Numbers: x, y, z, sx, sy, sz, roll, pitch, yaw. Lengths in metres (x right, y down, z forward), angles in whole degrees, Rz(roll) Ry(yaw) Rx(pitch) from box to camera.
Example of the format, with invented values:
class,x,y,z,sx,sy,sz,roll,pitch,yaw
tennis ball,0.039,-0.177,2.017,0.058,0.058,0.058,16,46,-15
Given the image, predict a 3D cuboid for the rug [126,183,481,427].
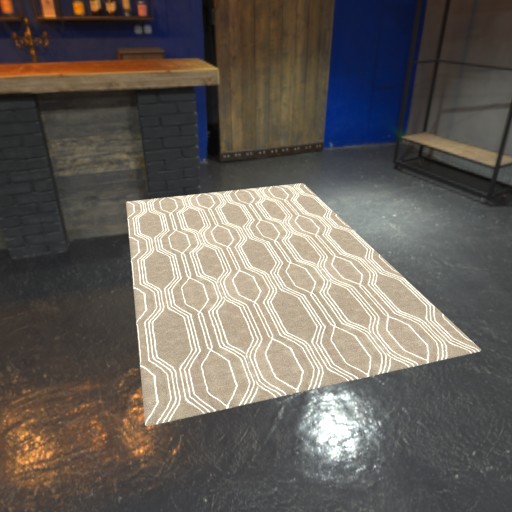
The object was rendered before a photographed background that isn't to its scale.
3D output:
class,x,y,z,sx,sy,sz,roll,pitch,yaw
rug,0.000,0.000,2.279,1.239,0.012,1.836,-8,31,-14
